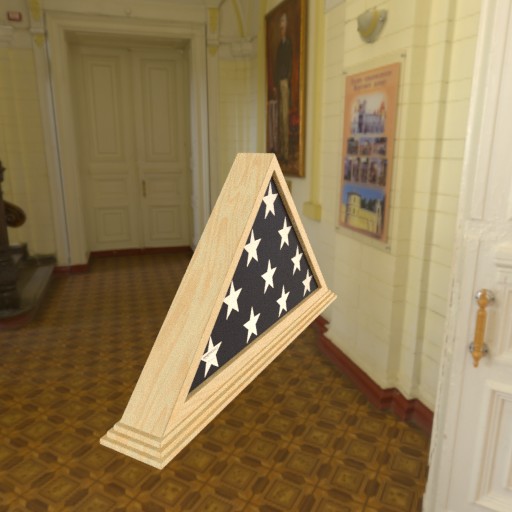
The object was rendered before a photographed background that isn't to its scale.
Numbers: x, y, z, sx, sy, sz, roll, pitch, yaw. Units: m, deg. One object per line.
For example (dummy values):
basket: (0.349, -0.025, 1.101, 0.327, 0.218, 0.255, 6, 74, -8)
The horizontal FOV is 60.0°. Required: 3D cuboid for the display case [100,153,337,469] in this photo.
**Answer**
display case: (0.000, 0.000, 0.753, 0.095, 0.340, 0.640, 8, 16, 27)
